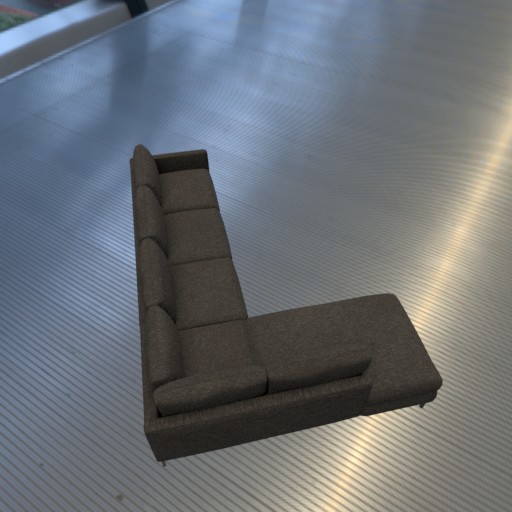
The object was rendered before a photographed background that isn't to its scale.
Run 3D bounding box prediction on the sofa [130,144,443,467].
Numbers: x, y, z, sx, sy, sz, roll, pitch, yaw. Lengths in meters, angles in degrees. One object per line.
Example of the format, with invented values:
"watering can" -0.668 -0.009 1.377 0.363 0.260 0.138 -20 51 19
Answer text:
"sofa" 0.000 0.000 3.857 2.007 0.815 2.949 -9 47 -9
